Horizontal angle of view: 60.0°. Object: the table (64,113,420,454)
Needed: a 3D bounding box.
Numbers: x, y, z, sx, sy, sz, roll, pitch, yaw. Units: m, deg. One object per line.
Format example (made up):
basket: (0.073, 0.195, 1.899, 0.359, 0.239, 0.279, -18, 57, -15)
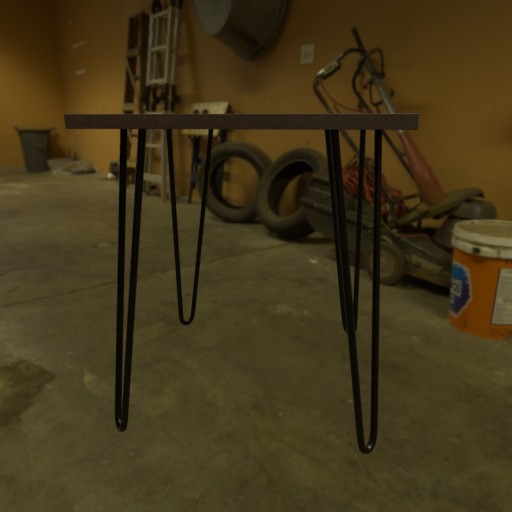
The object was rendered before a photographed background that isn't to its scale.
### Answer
table: (0.000, 0.000, 0.925, 0.495, 0.559, 0.495, 2, 17, 7)
